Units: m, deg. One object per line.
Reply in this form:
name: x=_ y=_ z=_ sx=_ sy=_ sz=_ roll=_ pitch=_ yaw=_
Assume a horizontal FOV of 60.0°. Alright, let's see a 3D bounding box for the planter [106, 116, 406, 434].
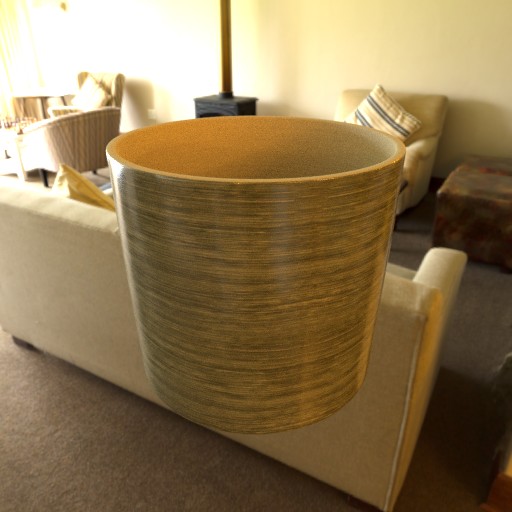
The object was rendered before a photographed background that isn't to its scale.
planter: x=0.000 y=0.000 z=0.386 sx=0.221 sy=0.201 sz=0.221 roll=0 pitch=27 yaw=0
